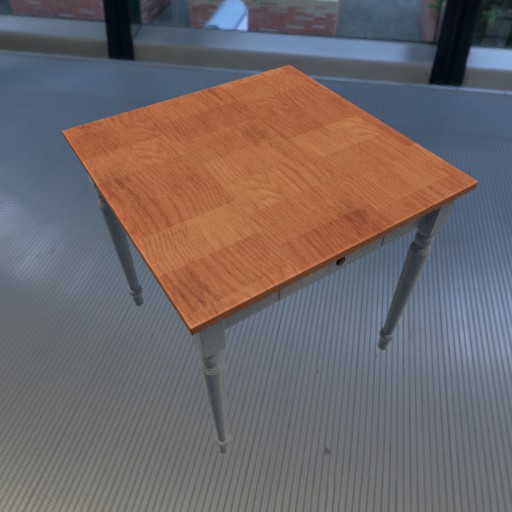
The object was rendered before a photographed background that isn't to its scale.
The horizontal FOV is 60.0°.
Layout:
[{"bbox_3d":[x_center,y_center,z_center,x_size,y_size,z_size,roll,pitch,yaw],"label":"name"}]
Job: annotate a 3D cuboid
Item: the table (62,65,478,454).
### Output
[{"bbox_3d":[0.000,0.000,1.372,0.747,0.738,0.747,-25,52,-22],"label":"table"}]
